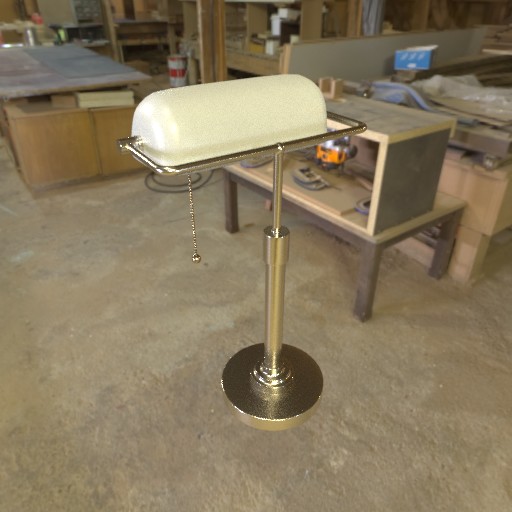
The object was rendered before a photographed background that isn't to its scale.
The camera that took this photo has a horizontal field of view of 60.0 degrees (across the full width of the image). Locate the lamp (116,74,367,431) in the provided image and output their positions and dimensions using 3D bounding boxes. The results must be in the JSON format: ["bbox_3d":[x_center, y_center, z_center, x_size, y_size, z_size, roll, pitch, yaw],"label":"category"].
[{"bbox_3d":[0.000,0.000,0.558,0.269,0.404,0.227,-19,37,-28],"label":"lamp"}]
